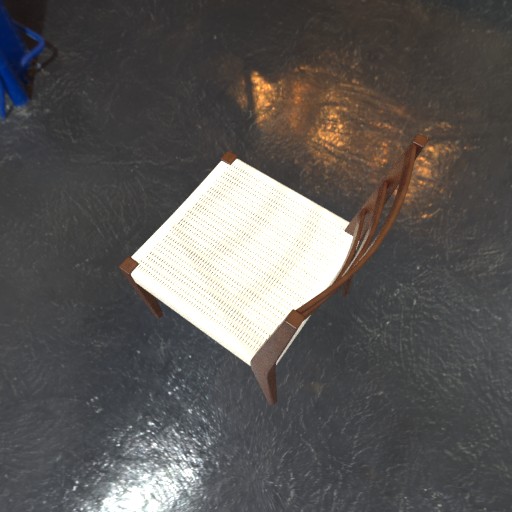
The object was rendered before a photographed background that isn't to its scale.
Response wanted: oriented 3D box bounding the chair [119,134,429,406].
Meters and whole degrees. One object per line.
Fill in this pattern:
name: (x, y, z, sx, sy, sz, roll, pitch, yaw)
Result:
chair: (0.000, 0.000, 1.192, 0.551, 0.813, 0.480, 33, 68, 15)
